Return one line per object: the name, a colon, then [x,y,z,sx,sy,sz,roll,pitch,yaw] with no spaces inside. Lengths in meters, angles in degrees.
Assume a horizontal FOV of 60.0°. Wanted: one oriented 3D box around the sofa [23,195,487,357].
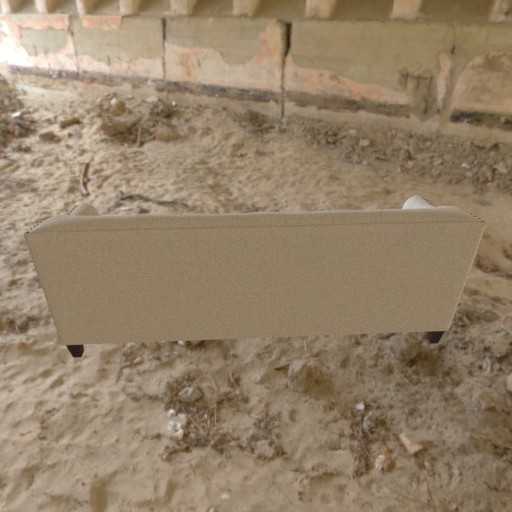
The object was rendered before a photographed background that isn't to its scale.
sofa: [0.000,0.000,2.704,2.235,0.901,0.914,-2,29,-3]
